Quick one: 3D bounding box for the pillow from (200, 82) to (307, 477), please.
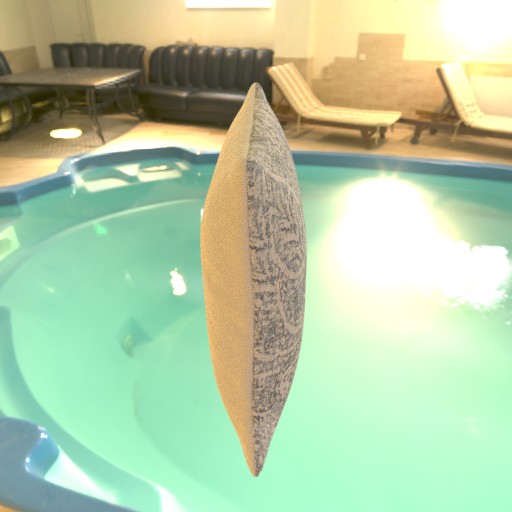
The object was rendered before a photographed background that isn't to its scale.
[{"bbox_3d":[0.000,0.000,0.793,0.166,0.510,0.523,1,30,1],"label":"pillow"}]
